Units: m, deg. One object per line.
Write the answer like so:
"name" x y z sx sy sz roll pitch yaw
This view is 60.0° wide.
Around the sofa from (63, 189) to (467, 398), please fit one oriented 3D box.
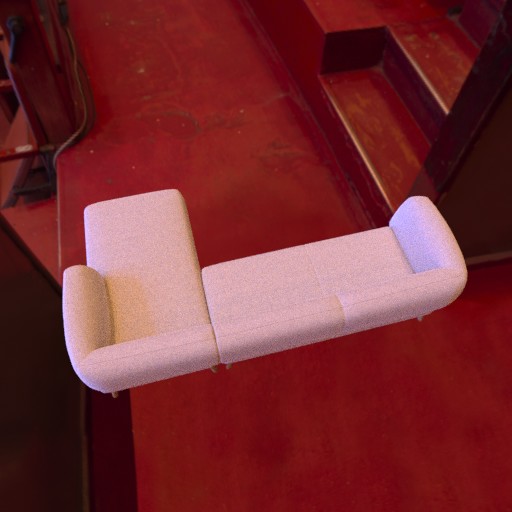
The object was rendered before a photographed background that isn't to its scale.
"sofa" 0.000 0.000 3.377 2.660 0.730 1.610 -12 59 -8
